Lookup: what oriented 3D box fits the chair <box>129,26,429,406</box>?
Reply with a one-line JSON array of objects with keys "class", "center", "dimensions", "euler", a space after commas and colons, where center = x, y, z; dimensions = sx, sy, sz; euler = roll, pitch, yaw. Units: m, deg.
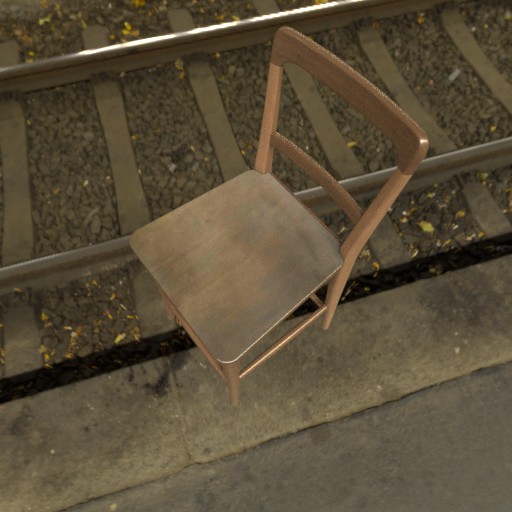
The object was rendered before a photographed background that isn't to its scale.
[{"class": "chair", "center": [0.000, 0.000, 1.262], "dimensions": [0.546, 0.991, 0.450], "euler": [-35, 68, -17]}]
